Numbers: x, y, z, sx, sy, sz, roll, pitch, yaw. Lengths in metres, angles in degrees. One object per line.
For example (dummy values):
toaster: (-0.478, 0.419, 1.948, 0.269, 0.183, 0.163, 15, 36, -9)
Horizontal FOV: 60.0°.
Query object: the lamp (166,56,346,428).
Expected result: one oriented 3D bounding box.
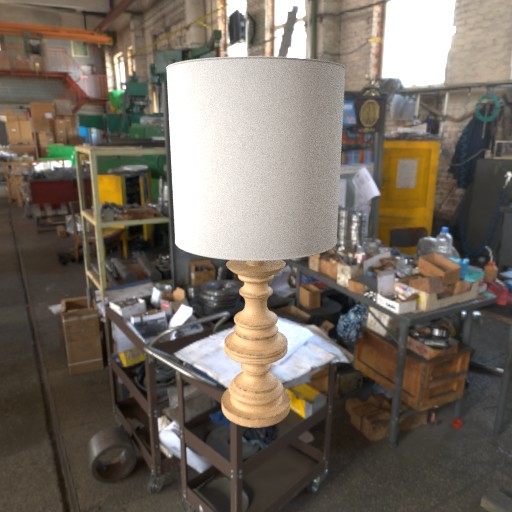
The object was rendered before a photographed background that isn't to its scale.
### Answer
lamp: (0.000, 0.000, 0.585, 0.208, 0.455, 0.208, 8, 18, 26)
